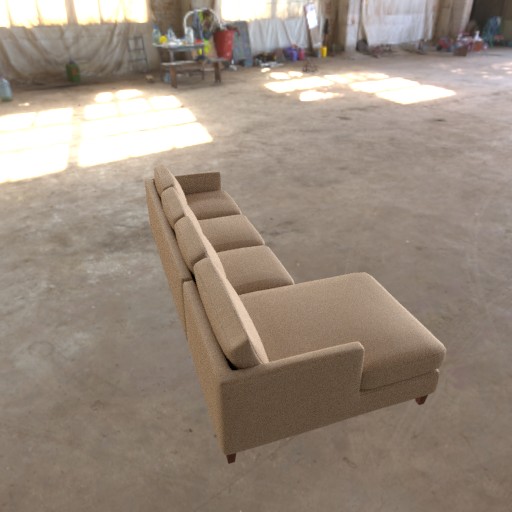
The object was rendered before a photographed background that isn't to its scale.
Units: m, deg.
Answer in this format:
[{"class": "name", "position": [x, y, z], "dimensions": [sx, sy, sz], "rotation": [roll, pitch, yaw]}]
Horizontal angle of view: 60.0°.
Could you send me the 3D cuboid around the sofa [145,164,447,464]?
[{"class": "sofa", "position": [0.000, 0.000, 3.843], "dimensions": [1.502, 0.876, 3.201], "rotation": [-10, 31, -16]}]
